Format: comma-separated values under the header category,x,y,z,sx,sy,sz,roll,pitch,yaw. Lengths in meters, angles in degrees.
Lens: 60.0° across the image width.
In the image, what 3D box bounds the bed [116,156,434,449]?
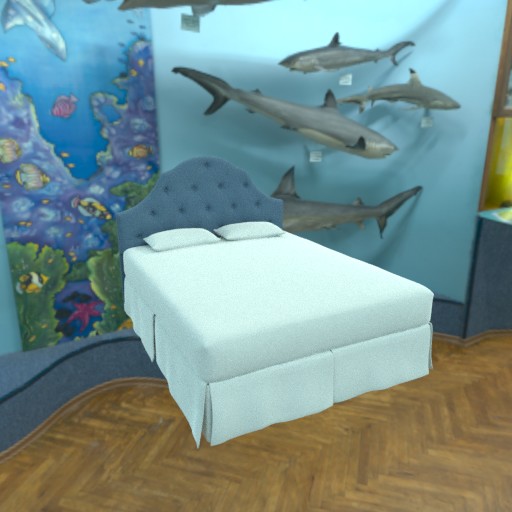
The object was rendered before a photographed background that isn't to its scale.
category,x,y,z,sx,sy,sz,roll,pitch,yaw
bed,0.000,0.000,3.973,2.039,1.617,2.477,-8,18,-26
